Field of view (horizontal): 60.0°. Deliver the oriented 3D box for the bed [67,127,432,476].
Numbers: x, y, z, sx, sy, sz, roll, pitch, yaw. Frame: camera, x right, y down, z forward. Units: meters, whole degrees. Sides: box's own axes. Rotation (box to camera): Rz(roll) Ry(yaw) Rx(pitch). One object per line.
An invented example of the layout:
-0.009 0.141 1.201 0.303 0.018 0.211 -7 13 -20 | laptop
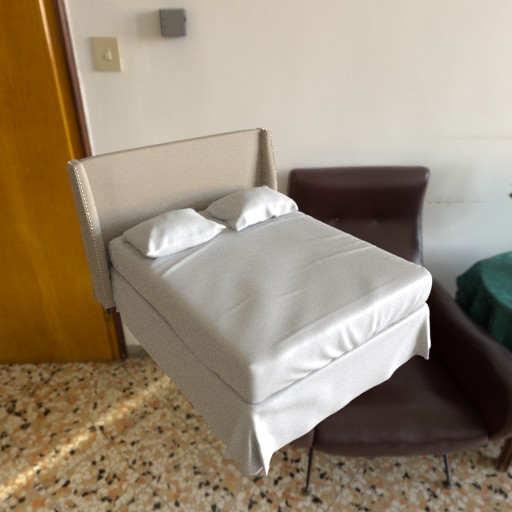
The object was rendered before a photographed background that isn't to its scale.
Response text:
0.000 0.000 3.387 1.925 1.332 2.276 -20 34 -33 | bed
